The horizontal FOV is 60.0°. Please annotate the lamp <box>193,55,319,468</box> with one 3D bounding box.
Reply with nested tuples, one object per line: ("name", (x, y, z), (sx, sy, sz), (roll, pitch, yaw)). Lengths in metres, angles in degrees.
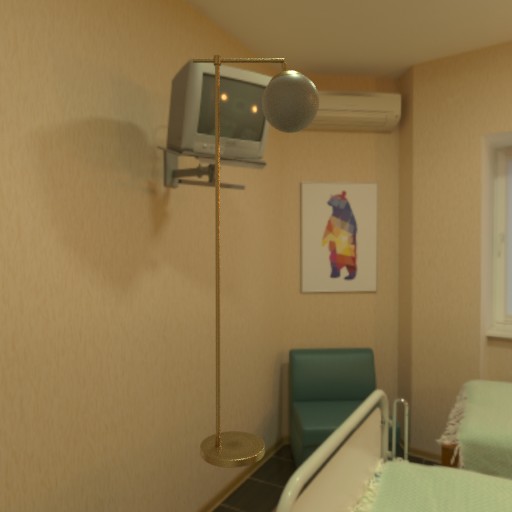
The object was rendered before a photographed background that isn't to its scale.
("lamp", (0.000, 0.000, 1.688), (0.476, 1.505, 0.249), (0, 1, 0))
